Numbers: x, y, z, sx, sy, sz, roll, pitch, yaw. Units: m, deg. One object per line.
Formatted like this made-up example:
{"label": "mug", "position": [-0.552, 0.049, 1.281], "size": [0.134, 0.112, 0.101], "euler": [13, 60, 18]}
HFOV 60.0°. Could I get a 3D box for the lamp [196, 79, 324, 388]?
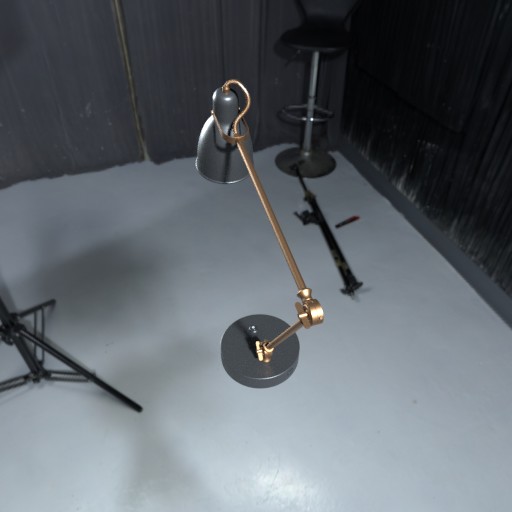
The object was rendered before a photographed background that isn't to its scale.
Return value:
{"label": "lamp", "position": [0.000, 0.000, 0.892], "size": [0.187, 0.587, 0.561], "euler": [-13, 44, -14]}
